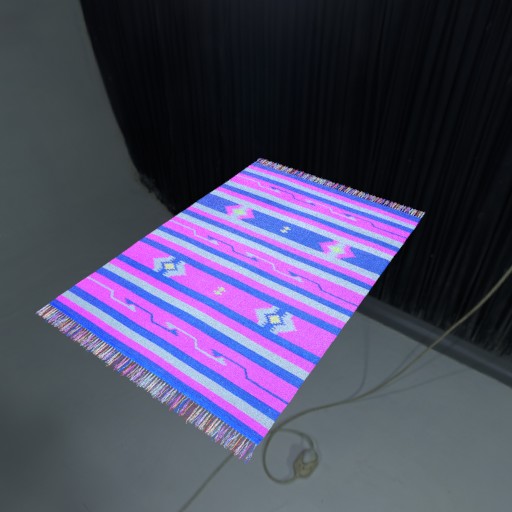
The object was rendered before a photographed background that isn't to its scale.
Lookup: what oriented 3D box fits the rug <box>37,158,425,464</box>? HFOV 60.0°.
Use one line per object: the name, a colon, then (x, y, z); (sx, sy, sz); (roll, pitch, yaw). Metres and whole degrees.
rug: (0.000, 0.000, 2.985); (1.539, 0.013, 2.350); (24, 46, 26)
